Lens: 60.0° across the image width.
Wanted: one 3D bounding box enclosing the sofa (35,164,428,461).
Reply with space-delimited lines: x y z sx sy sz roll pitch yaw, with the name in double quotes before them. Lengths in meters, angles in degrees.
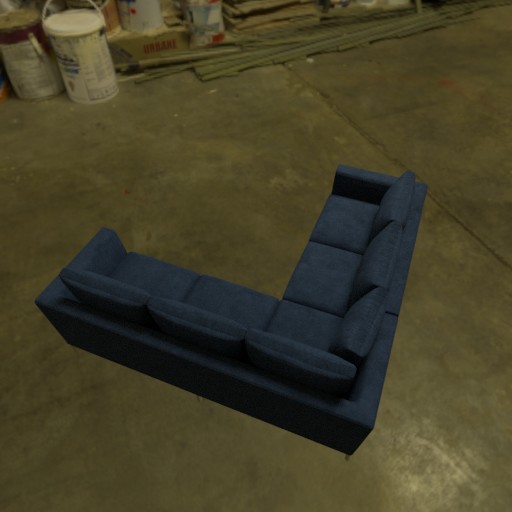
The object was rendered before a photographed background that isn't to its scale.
"sofa" 0.000 0.000 3.832 2.463 0.988 2.472 16 49 15
